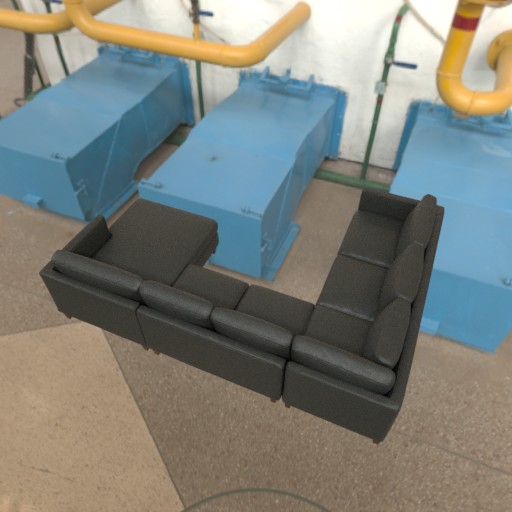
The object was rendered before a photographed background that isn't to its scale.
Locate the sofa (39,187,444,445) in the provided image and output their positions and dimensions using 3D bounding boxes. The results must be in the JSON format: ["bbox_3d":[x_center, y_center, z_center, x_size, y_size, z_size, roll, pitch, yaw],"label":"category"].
[{"bbox_3d":[0.000,0.000,4.735,3.460,0.923,2.593,18,49,16],"label":"sofa"}]
